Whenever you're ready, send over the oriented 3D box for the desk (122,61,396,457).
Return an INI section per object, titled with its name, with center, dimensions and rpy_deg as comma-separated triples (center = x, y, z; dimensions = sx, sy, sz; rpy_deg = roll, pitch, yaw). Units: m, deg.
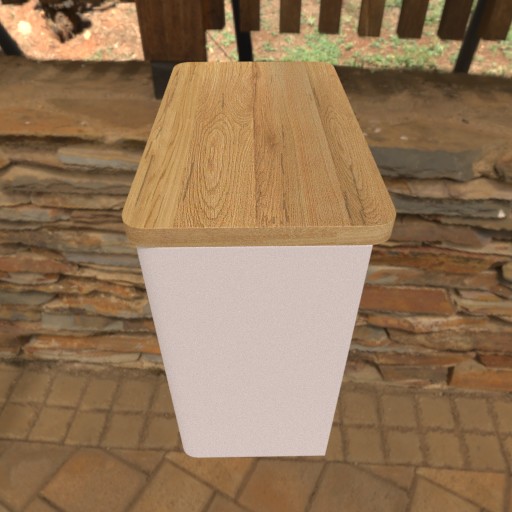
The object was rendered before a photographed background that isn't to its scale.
[desk]
center = 0.000, 0.000, 1.226
dimensions = 0.440, 0.790, 0.760
rpy_deg = -1, 41, -1
